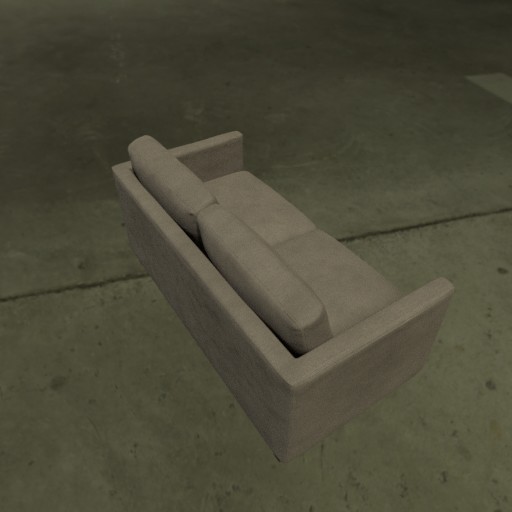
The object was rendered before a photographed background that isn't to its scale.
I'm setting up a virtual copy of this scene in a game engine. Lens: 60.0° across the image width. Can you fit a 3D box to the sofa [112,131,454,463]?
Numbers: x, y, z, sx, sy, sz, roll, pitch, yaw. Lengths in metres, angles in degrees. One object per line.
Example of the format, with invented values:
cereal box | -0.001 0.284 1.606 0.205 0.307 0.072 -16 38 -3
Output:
sofa | 0.000 0.000 2.520 0.950 0.963 1.884 -24 46 -25
